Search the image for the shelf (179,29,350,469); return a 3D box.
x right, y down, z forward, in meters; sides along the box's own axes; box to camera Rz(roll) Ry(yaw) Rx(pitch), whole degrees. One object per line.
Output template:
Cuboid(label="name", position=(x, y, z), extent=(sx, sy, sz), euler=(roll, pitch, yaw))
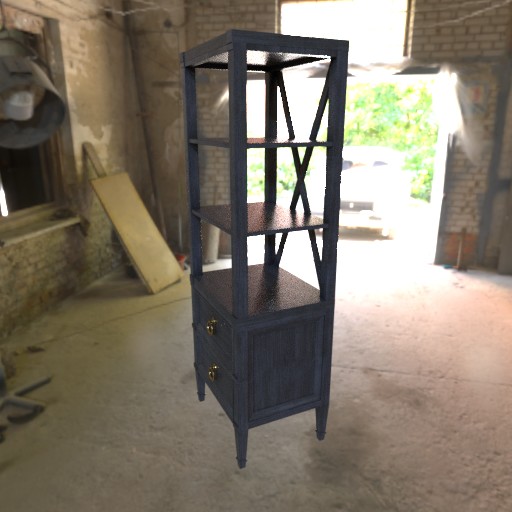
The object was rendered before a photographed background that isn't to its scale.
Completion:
Cuboid(label="shelf", position=(0.000, 0.000, 2.006), extent=(0.472, 1.727, 0.584), euler=(-8, 19, -25))
